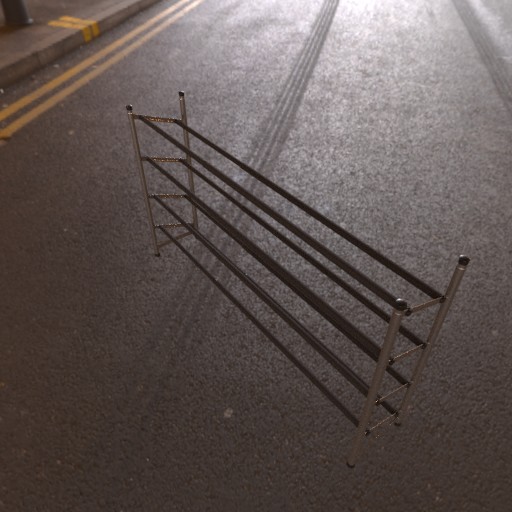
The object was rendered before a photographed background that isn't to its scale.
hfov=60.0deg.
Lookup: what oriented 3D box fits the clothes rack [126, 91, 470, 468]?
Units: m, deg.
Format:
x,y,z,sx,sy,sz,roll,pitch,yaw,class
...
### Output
x,y,z,sx,sy,sz,roll,pitch,yaw,class
0.000,0.000,1.427,0.229,0.672,1.168,-27,48,-27,clothes rack
